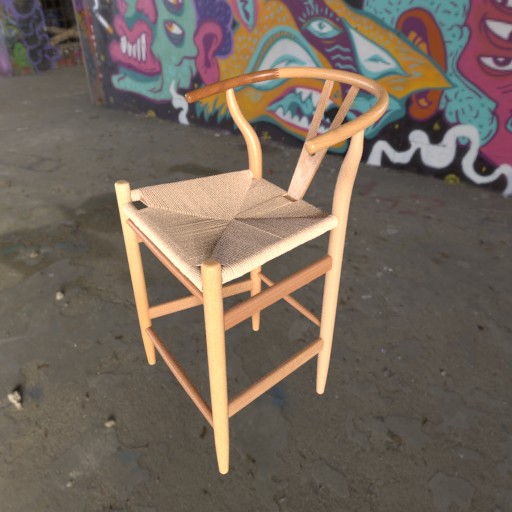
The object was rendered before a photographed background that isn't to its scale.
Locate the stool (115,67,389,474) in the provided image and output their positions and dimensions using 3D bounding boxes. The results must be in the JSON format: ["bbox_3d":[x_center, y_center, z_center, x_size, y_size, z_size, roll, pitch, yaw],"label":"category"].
[{"bbox_3d":[0.000,0.000,1.246,0.575,0.923,0.536,-20,37,-29],"label":"stool"}]
